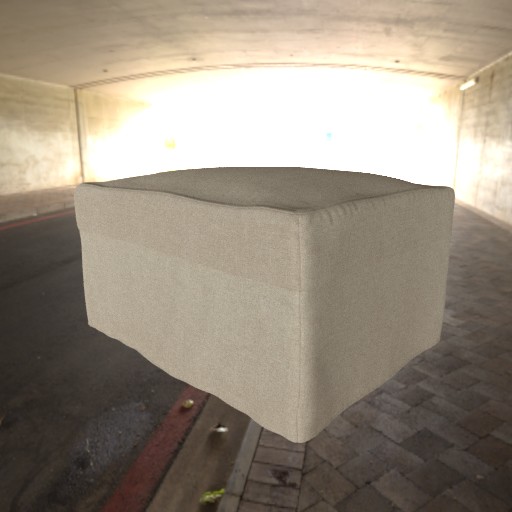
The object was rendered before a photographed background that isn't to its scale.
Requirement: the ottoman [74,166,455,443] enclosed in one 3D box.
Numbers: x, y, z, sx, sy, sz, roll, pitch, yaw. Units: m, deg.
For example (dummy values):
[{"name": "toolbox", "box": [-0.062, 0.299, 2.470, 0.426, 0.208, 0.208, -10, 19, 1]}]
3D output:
[{"name": "ottoman", "box": [0.000, 0.000, 1.233, 0.833, 0.485, 0.650, 13, 19, 42]}]
